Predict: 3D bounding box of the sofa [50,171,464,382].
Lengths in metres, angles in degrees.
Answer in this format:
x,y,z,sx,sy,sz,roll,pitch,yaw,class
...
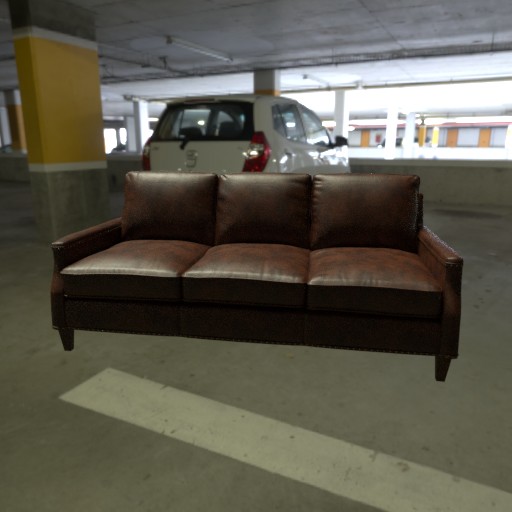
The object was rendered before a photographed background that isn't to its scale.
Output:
x,y,z,sx,sy,sz,roll,pitch,yaw,class
0.000,0.000,2.805,2.240,1.003,1.084,2,15,9,sofa
